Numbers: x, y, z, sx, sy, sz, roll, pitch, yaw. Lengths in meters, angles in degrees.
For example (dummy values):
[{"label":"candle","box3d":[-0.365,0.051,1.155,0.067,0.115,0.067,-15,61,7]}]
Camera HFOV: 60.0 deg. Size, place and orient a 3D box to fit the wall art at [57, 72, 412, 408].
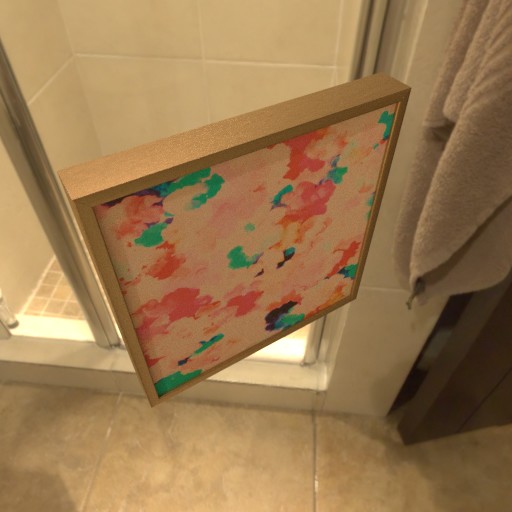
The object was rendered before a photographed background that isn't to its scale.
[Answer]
[{"label":"wall art","box3d":[0.000,0.000,0.464,0.304,0.305,0.038,-24,51,-21]}]
